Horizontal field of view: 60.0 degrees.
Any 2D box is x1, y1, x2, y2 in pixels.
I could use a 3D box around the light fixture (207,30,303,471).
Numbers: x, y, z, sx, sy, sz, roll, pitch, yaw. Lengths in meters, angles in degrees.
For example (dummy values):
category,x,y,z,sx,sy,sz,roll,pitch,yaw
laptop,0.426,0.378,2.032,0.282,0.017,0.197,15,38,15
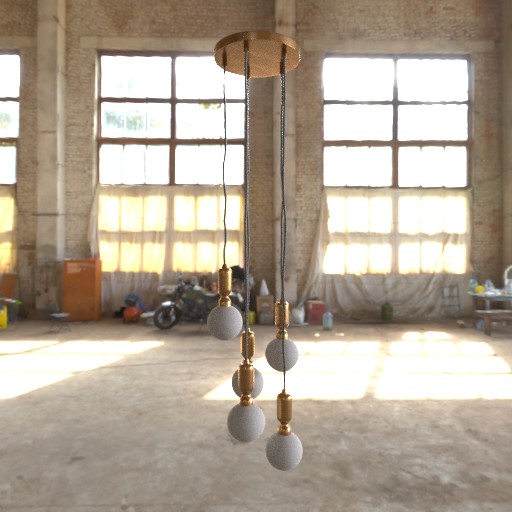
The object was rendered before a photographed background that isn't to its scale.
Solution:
category,x,y,z,sx,sy,sz,roll,pitch,yaw
light fixture,0.000,0.000,0.494,0.108,0.457,0.105,0,0,18
